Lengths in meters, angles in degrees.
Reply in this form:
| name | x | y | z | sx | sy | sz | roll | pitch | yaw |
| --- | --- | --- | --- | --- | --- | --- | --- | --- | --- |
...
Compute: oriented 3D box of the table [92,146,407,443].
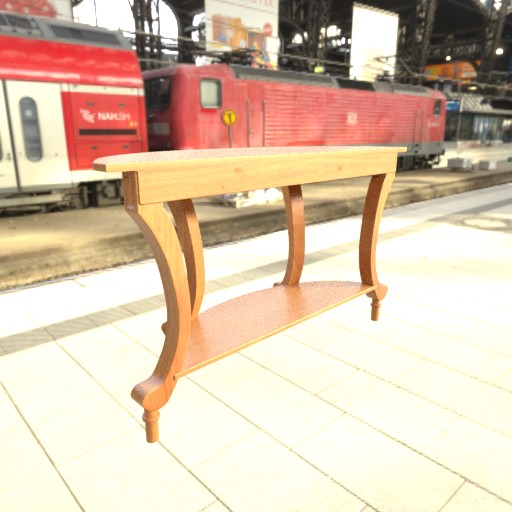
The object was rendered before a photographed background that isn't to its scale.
| name | x | y | z | sx | sy | sz | roll | pitch | yaw |
| --- | --- | --- | --- | --- | --- | --- | --- | --- | --- |
| table | 0.000 | 0.000 | 1.495 | 1.198 | 0.692 | 0.394 | -15 | 22 | -42 |
